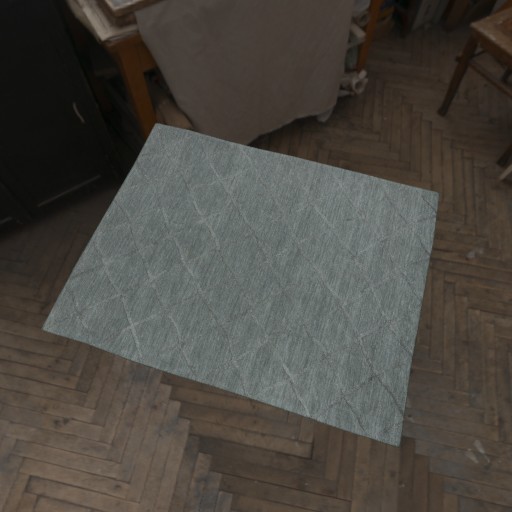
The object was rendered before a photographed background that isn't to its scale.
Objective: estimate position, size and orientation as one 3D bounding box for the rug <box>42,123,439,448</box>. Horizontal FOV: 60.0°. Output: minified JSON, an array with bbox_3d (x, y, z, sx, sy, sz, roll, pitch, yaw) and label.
[{"bbox_3d":[0.000,0.000,4.040,3.048,0.013,2.438,16,64,8],"label":"rug"}]
